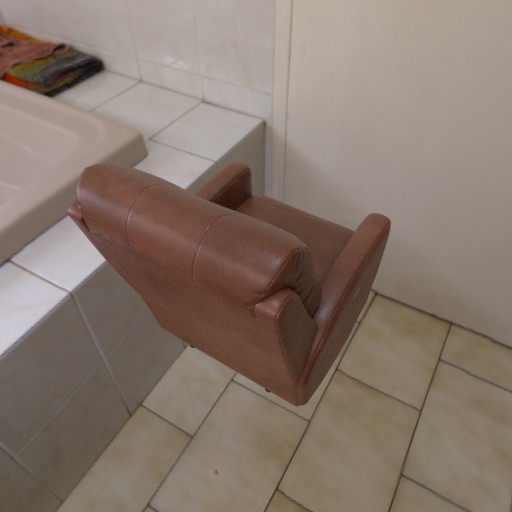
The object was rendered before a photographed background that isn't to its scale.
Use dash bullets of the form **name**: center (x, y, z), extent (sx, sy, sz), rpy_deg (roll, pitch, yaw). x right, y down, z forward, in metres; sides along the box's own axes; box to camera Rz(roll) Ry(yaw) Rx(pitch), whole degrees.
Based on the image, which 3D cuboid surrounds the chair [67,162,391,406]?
- **chair**: center (0.000, 0.000, 1.701), extent (0.787, 1.016, 0.939), rpy_deg (25, 51, 22)
